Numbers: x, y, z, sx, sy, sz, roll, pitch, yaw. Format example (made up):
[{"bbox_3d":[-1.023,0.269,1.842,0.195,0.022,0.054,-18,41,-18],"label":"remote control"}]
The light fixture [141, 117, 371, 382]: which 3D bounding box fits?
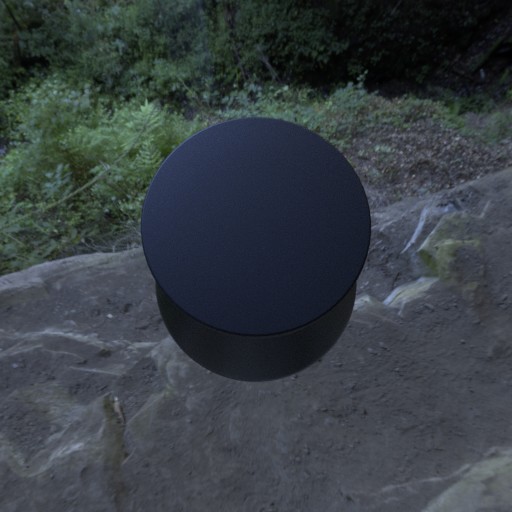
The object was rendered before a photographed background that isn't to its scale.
[{"bbox_3d":[0.000,0.000,0.355,0.200,0.183,0.200,0,76,0],"label":"light fixture"}]
